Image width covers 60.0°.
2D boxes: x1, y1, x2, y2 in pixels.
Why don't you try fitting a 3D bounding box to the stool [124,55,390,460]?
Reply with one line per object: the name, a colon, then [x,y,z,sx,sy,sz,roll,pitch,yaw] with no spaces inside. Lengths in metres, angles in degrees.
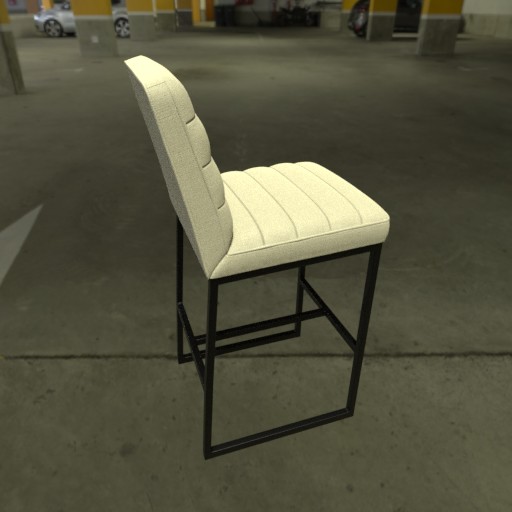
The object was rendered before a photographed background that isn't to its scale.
stool: [0.000,0.000,1.272,0.560,1.040,0.460,-10,31,-16]
